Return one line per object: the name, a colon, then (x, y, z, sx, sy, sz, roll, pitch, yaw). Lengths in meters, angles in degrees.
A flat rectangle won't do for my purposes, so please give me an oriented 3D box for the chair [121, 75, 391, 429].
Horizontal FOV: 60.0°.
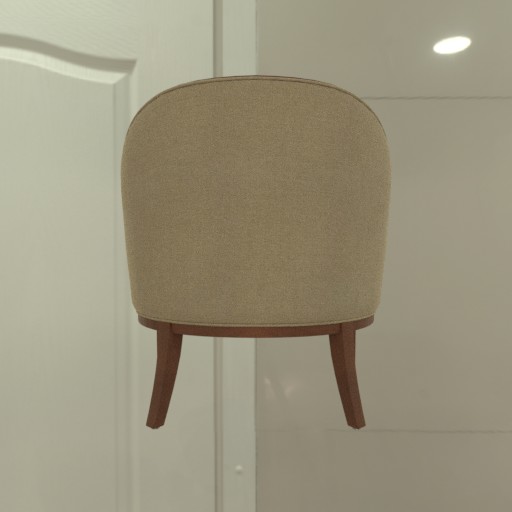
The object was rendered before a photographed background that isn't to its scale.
chair: (0.000, 0.000, 1.420, 0.803, 0.876, 0.735, 0, 1, 0)
